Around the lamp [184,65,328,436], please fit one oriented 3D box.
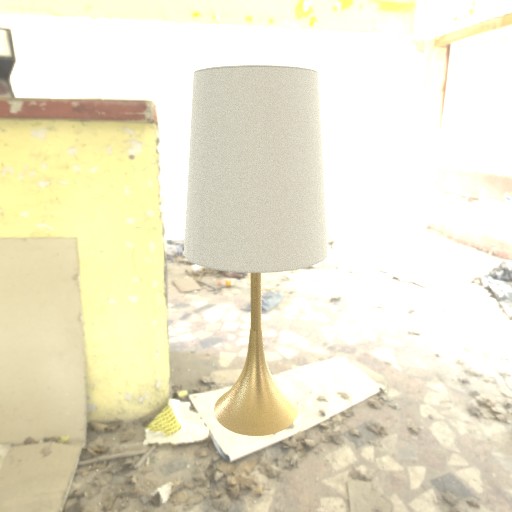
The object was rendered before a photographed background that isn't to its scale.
[{"bbox_3d":[0.000,0.000,0.718,0.231,0.569,0.231,0,16,0],"label":"lamp"}]
